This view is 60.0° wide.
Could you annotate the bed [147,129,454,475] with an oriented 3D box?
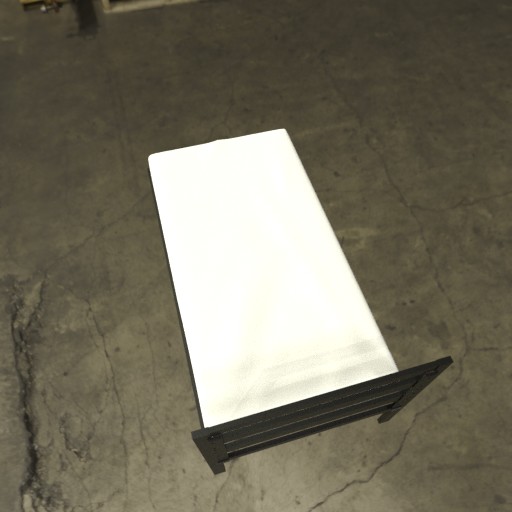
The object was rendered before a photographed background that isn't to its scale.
[{"bbox_3d":[0.000,0.000,2.481,0.991,0.967,1.930,-13,58,-9],"label":"bed"}]
